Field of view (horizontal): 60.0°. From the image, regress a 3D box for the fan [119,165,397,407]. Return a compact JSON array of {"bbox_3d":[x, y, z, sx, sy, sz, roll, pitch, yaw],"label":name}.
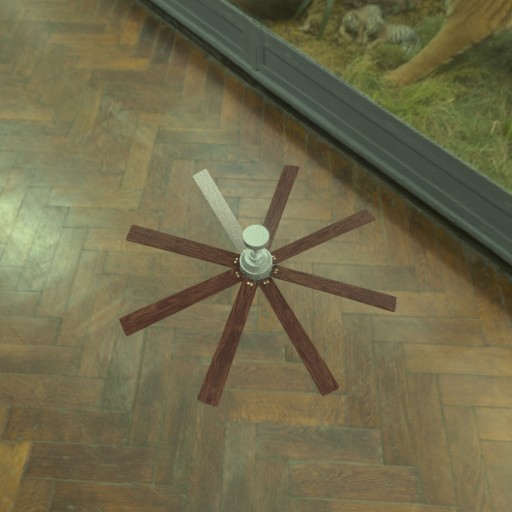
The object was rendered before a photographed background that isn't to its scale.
[{"bbox_3d":[0.000,0.000,2.791,1.830,0.472,1.830,15,60,9],"label":"fan"}]
